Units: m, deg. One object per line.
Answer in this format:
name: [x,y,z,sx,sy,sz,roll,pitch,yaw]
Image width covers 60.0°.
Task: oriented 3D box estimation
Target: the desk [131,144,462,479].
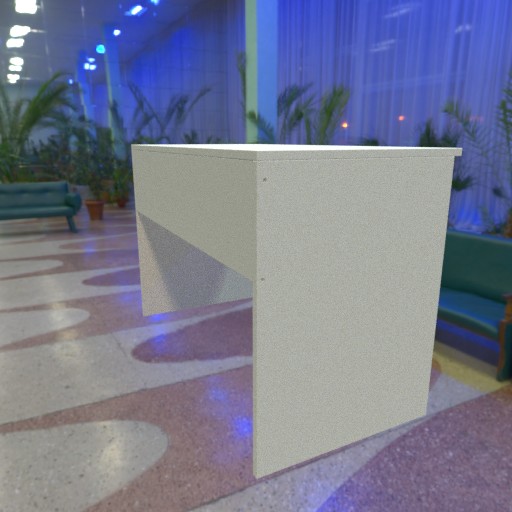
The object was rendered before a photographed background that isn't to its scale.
desk: [0.000,0.000,1.515,0.560,0.730,1.100,-7,16,-26]
